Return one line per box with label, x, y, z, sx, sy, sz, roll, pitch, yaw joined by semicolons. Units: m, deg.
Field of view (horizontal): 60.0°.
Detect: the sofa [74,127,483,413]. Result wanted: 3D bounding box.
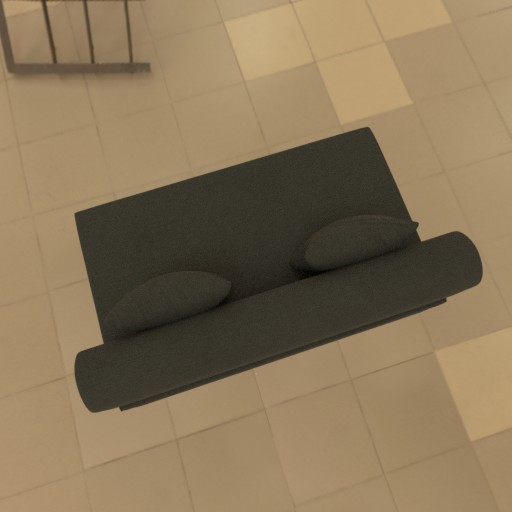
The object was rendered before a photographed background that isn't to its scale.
sofa;0.000;0.000;1.654;1.225;0.670;0.762;-17;76;-5
